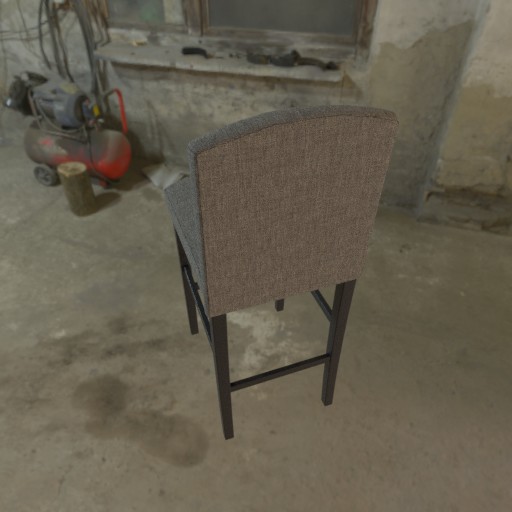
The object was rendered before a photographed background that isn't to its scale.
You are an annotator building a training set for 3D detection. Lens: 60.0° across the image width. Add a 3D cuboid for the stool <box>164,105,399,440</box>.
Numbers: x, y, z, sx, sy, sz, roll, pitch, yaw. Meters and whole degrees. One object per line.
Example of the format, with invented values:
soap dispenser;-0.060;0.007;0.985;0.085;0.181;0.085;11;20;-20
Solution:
stool;0.000;0.000;1.393;0.451;1.138;0.552;-13;42;-15
